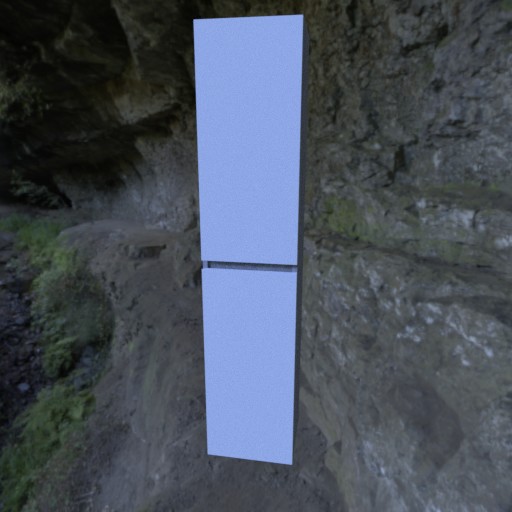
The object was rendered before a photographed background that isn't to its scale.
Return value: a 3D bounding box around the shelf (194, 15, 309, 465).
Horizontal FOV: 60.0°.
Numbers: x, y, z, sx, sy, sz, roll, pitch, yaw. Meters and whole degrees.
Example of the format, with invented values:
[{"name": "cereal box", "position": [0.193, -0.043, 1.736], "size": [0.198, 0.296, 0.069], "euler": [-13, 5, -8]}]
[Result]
[{"name": "shelf", "position": [0.000, 0.000, 1.498], "size": [0.300, 1.400, 0.270], "euler": [3, 15, 10]}]
